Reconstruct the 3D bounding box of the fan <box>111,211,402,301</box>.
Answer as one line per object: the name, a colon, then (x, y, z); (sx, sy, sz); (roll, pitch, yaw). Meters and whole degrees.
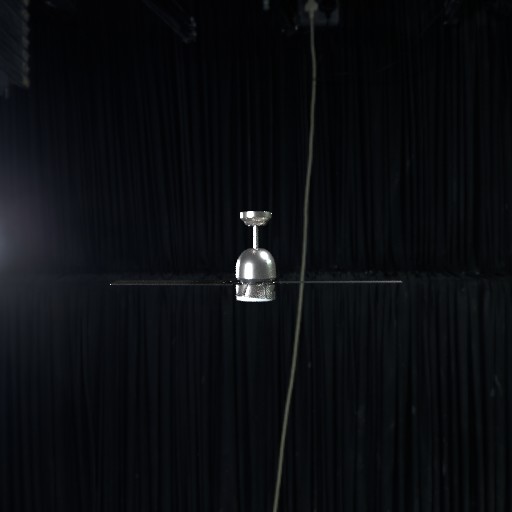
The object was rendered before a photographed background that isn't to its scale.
fan: (0.000, 0.000, 2.088); (1.346, 0.406, 1.346); (0, 1, -1)
